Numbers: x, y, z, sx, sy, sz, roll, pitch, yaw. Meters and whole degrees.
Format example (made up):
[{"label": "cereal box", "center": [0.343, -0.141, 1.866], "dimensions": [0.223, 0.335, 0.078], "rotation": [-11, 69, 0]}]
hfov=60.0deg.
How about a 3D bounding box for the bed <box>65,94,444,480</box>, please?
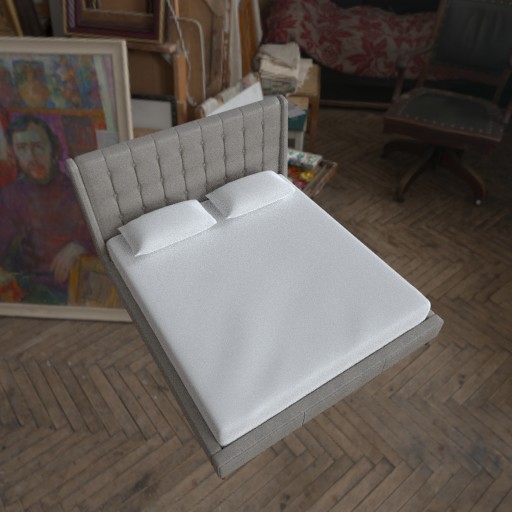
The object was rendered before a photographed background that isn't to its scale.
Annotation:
[{"label": "bed", "center": [0.000, 0.000, 3.588], "dimensions": [2.062, 1.289, 2.342], "rotation": [-25, 50, -22]}]
